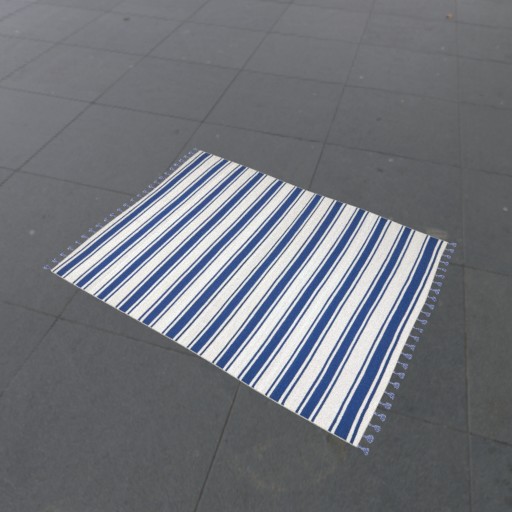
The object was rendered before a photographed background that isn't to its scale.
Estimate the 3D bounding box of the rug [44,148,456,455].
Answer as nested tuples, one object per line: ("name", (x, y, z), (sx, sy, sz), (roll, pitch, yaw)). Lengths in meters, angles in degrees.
("rug", (0.000, 0.000, 4.455), (3.416, 0.016, 2.471), (24, 51, 21))
